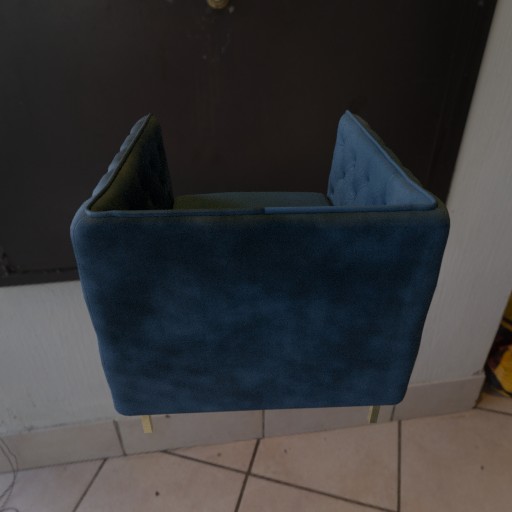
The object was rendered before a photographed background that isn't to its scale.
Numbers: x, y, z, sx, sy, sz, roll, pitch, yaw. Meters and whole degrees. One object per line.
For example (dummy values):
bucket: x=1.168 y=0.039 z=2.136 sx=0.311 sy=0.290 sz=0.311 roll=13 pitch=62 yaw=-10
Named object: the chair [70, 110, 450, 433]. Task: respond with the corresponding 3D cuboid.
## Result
chair: x=0.000 y=0.000 z=1.491 sx=0.868 sy=0.771 sz=0.877 roll=-2 pitch=33 yaw=-2
